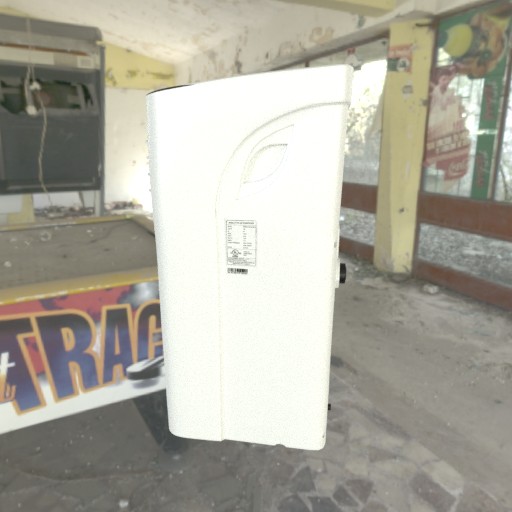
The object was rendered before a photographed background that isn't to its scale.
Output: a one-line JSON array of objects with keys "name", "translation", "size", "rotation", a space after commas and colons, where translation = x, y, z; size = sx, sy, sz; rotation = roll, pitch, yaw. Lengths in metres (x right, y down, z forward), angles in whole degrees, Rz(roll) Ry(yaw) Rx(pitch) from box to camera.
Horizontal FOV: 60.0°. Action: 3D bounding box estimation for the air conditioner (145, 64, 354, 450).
[{"name": "air conditioner", "translation": [0.000, 0.000, 0.941], "size": [0.369, 0.716, 0.352], "rotation": [2, 14, 9]}]
